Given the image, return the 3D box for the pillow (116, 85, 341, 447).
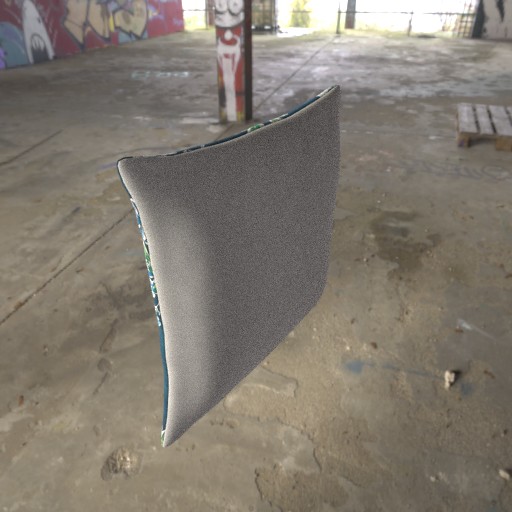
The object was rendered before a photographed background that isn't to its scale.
[{"bbox_3d":[0.000,0.000,0.794,0.166,0.508,0.525,21,37,30],"label":"pillow"}]
